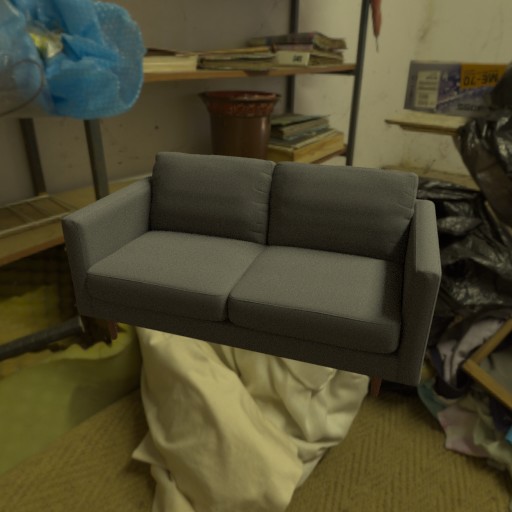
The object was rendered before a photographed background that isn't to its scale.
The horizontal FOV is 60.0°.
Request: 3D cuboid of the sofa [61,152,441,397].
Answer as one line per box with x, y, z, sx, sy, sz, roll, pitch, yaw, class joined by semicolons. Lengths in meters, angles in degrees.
0.000;0.000;2.316;1.713;0.866;0.940;8;27;16;sofa
